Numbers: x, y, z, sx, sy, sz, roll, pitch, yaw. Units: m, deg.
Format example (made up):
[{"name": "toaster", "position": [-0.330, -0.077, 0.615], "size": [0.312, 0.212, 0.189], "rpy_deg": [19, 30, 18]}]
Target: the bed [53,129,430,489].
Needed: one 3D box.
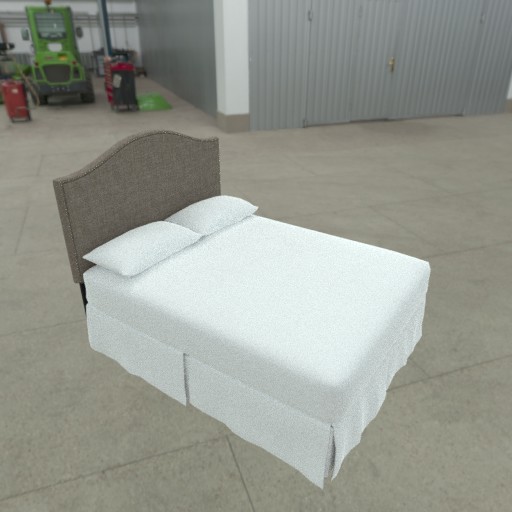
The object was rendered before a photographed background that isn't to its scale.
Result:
[{"name": "bed", "position": [0.000, 0.000, 3.162], "size": [2.153, 1.518, 1.713], "rpy_deg": [18, 32, 31]}]
